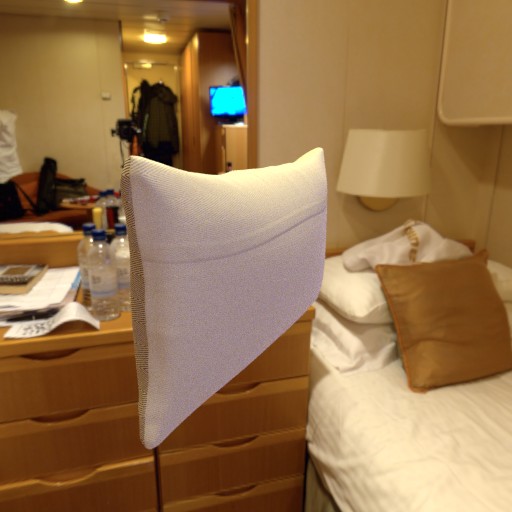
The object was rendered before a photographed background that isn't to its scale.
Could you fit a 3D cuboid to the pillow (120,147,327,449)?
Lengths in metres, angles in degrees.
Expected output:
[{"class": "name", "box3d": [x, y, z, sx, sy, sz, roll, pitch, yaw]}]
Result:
[{"class": "pillow", "box3d": [0.000, 0.000, 0.643, 0.139, 0.305, 0.506, 8, 17, 26]}]
